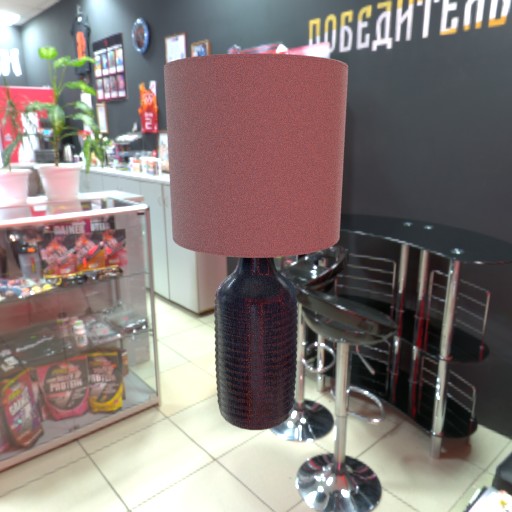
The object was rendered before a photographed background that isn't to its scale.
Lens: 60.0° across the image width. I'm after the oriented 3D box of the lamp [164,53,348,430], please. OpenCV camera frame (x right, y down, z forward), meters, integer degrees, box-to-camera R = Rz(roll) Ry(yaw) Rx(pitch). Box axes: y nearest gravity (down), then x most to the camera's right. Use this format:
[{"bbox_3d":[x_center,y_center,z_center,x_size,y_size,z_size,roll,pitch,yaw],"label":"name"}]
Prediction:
[{"bbox_3d":[0.000,0.000,0.605,0.220,0.475,0.220,-2,16,-9],"label":"lamp"}]
